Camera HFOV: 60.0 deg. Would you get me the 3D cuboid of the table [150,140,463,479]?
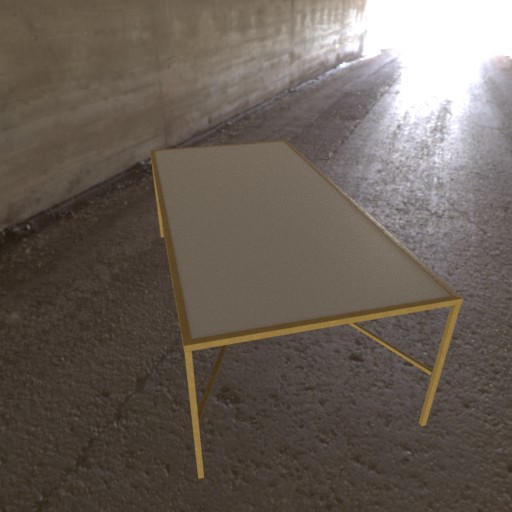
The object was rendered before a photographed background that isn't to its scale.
[{"bbox_3d":[0.000,0.000,1.464,0.580,0.398,1.206,-7,31,-12],"label":"table"}]
